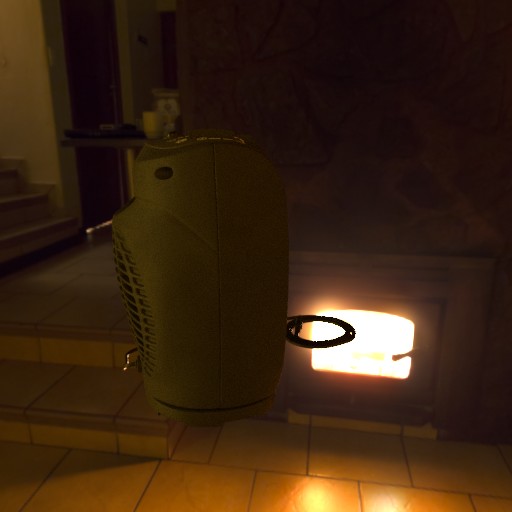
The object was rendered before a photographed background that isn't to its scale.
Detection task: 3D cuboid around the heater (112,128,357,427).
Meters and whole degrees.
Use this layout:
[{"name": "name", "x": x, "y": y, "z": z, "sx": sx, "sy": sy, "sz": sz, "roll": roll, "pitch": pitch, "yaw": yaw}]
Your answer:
[{"name": "heater", "x": 0.000, "y": 0.000, "z": 0.467, "sx": 0.291, "sy": 0.255, "sz": 0.239, "roll": -3, "pitch": 15, "yaw": -10}]
